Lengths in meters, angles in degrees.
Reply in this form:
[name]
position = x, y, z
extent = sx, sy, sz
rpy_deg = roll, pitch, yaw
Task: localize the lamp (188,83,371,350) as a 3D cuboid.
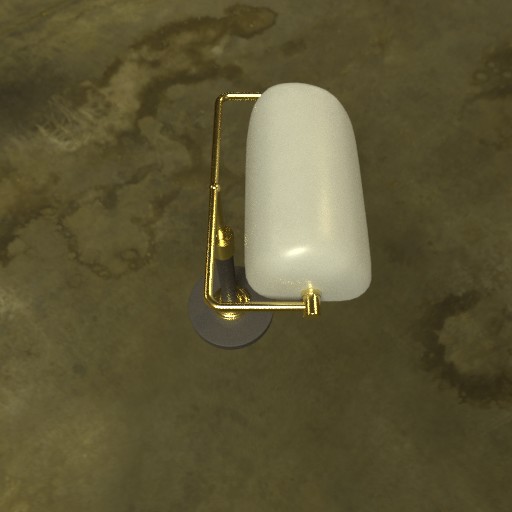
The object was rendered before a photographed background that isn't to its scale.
[lamp]
position = 0.000, 0.000, 0.578
extent = 0.227, 0.404, 0.269
rpy_deg = 0, 63, 0
